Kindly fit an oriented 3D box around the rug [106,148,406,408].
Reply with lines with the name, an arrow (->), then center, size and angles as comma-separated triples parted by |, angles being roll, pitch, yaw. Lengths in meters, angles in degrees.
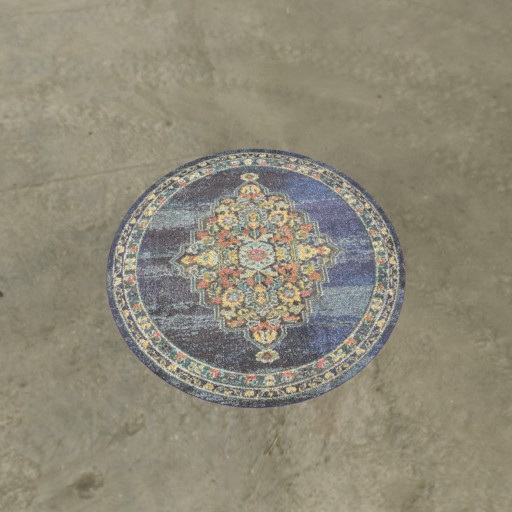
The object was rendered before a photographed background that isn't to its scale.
rug -> 0.000, 0.000, 3.589 | 2.386, 0.014, 2.386 | 0, 59, 0
